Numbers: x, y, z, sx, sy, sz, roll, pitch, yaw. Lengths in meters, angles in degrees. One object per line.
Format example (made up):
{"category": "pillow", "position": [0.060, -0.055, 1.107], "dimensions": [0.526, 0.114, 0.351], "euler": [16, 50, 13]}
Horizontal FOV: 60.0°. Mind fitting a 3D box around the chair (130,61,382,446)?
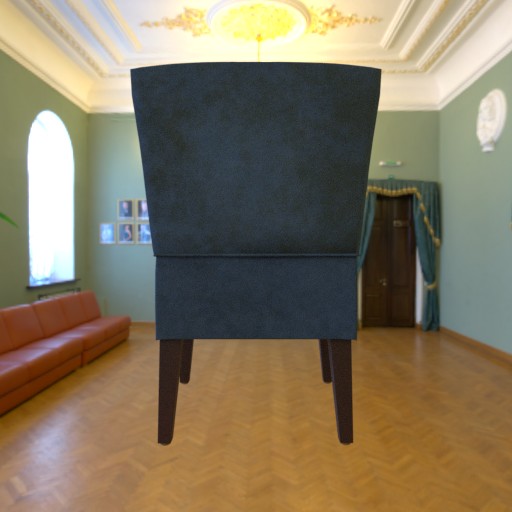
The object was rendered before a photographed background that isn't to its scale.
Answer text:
{"category": "chair", "position": [0.000, 0.000, 1.171], "dimensions": [0.521, 0.806, 0.551], "euler": [0, 0, 0]}
